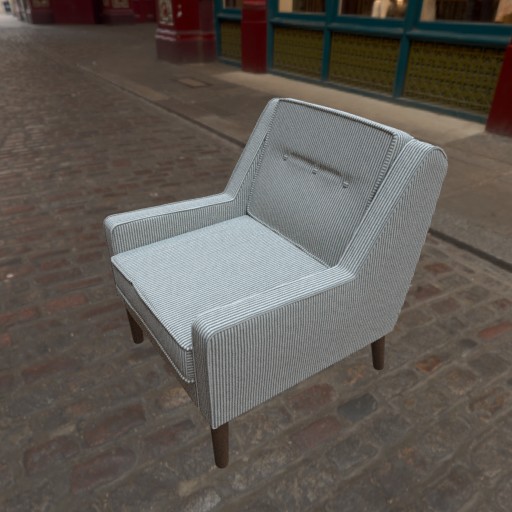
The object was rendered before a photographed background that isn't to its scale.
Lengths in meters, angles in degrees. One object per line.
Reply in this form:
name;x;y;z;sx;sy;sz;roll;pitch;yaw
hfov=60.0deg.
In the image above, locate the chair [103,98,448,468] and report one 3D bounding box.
chair;0.000;0.000;1.337;0.743;0.792;0.663;-20;37;-29
